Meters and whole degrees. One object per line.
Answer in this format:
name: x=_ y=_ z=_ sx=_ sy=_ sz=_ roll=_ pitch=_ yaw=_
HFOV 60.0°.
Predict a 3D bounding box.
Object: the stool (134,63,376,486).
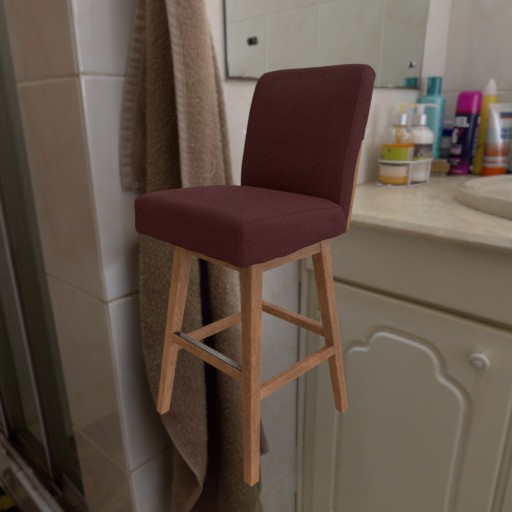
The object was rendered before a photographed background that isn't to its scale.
stool: x=0.000 y=0.000 z=1.347 sx=0.468 sy=1.093 sz=0.562 roll=17 pitch=25 yaw=42
